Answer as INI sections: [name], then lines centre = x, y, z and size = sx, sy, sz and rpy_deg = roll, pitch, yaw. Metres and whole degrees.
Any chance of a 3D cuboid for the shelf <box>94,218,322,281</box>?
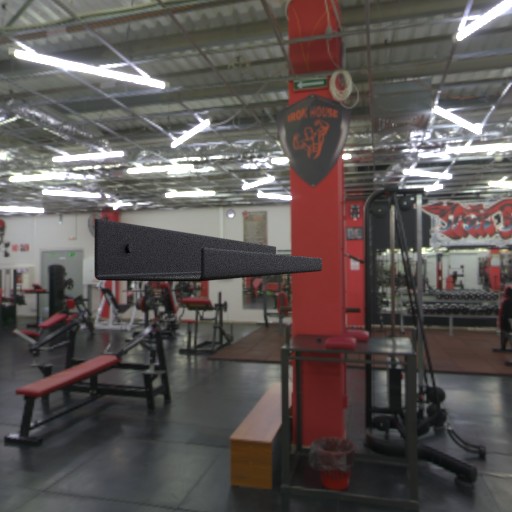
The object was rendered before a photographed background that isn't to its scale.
[shelf]
centre = 0.000, 0.000, 0.650
size = 0.102, 0.053, 0.605
rpy_deg = 0, -1, 17
